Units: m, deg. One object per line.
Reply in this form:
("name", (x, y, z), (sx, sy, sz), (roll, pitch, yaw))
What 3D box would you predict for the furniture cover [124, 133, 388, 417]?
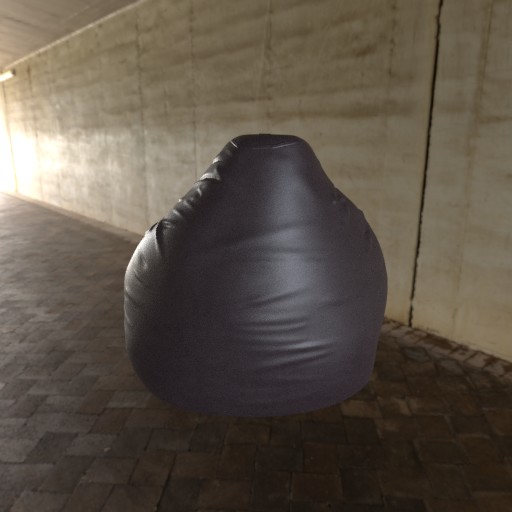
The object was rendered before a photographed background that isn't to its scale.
("furniture cover", (0.000, 0.000, 1.877), (1.070, 0.990, 1.070), (-2, 15, -8))
